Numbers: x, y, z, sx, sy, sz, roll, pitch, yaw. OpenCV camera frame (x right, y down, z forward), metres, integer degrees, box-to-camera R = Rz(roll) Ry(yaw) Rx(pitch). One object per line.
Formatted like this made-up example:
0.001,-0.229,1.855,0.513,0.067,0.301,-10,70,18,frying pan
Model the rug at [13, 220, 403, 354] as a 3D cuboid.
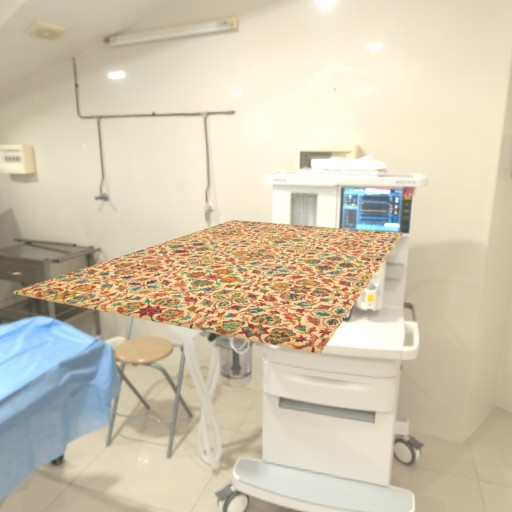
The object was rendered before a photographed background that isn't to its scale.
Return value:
0.000,0.000,2.272,1.226,0.013,1.838,6,15,24,rug
